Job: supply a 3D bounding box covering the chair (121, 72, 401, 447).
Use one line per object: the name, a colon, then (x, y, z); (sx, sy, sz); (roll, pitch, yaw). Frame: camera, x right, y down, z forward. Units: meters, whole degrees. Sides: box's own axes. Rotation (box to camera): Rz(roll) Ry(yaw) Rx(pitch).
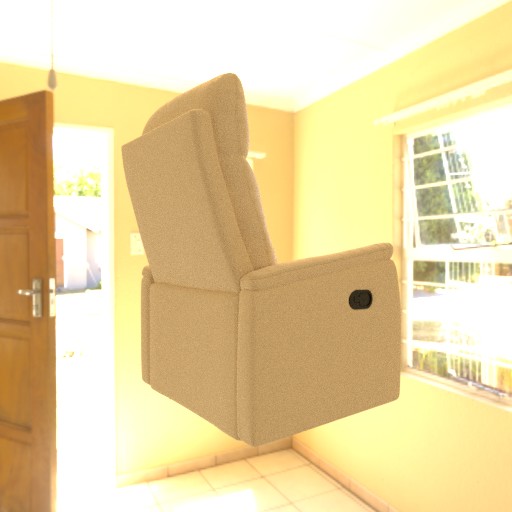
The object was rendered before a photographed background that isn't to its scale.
chair: (0.000, 0.000, 1.652); (0.831, 1.082, 0.775); (-1, 1, -37)
